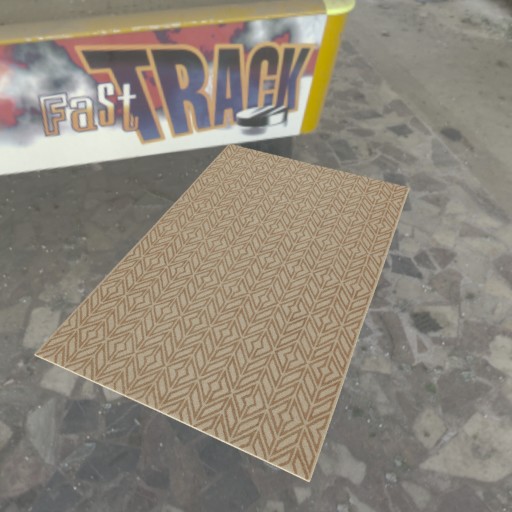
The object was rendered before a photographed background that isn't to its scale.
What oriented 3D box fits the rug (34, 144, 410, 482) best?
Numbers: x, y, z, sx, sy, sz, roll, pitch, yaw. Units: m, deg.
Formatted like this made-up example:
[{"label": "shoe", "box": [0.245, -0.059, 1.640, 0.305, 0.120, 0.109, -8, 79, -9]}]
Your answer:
[{"label": "rug", "box": [0.000, 0.000, 2.269, 1.220, 0.007, 1.828, 18, 48, 17]}]
